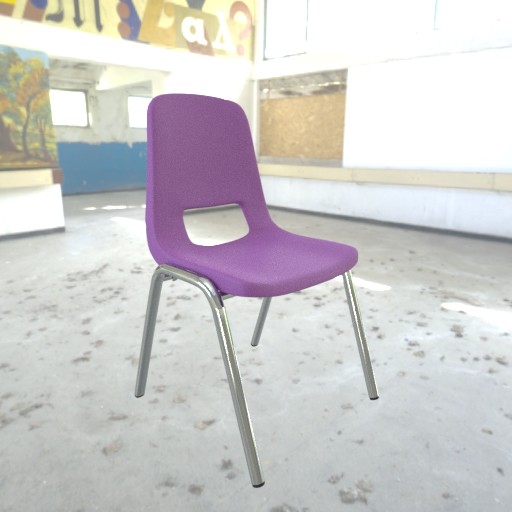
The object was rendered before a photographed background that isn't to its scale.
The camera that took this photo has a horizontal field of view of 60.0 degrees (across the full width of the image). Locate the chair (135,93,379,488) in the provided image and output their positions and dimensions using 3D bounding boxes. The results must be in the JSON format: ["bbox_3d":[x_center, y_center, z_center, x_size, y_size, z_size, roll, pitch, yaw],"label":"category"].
[{"bbox_3d":[0.000,0.000,0.687,0.291,0.493,0.301,-14,20,-43],"label":"chair"}]
